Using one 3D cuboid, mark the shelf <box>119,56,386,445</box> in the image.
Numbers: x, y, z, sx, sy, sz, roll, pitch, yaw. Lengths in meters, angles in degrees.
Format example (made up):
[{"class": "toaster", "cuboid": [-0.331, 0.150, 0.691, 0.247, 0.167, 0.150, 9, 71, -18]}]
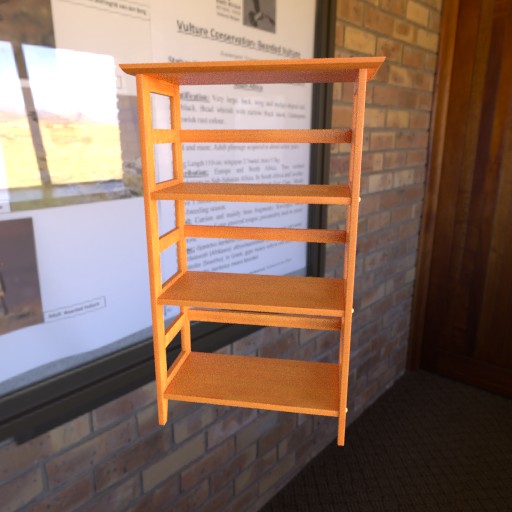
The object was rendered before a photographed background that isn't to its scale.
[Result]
[{"class": "shelf", "cuboid": [0.000, 0.000, 1.362, 0.660, 1.067, 0.305, 3, 16, 9]}]
